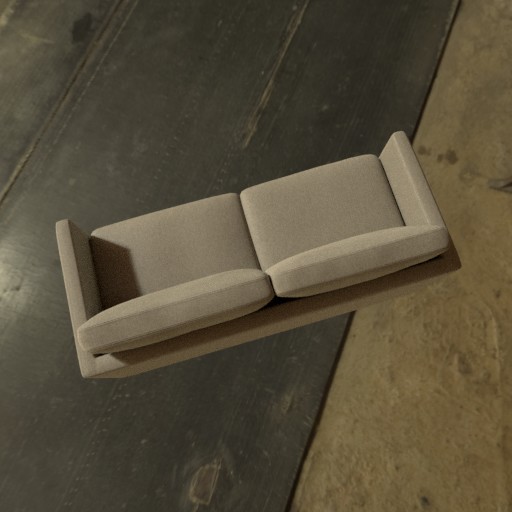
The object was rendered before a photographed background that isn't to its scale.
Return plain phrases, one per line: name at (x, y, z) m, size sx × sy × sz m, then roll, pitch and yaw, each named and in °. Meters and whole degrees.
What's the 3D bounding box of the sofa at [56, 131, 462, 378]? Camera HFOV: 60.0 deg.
sofa at (0.000, 0.000, 2.806) m, size 2.208 × 0.963 × 0.956 m, roll -16°, pitch 75°, yaw -4°
